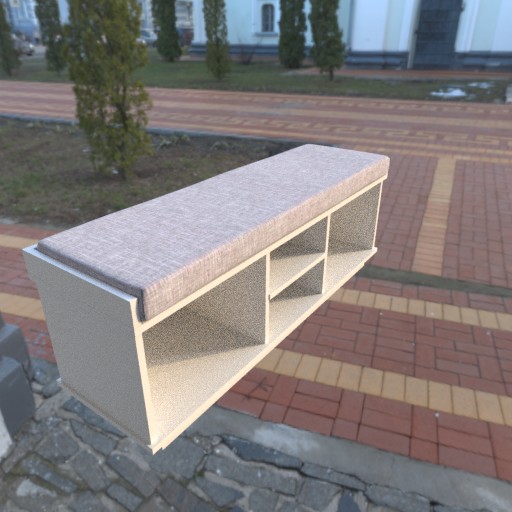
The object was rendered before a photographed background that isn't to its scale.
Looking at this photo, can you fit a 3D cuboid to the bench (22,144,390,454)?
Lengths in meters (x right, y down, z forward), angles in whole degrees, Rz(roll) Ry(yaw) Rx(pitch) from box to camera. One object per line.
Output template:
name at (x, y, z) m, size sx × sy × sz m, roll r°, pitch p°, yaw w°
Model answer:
bench at (0.000, 0.000, 1.372) m, size 0.363 × 0.453 × 1.196 m, roll 18°, pitch 32°, yaw 32°
